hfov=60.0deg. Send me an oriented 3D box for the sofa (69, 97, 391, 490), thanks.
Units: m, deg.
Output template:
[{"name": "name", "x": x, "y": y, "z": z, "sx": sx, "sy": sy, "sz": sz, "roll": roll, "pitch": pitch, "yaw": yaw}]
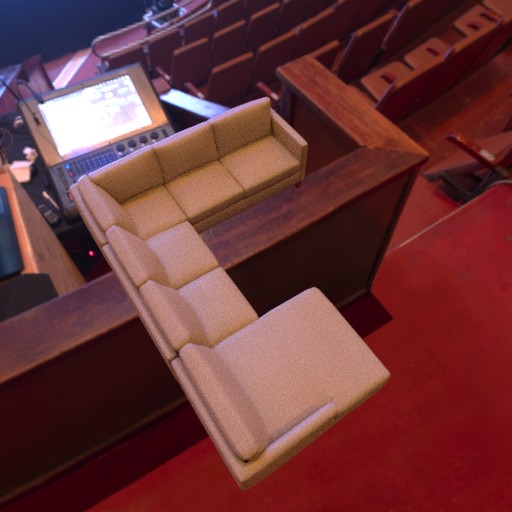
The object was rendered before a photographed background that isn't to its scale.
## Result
[{"name": "sofa", "x": 0.000, "y": 0.000, "z": 4.566, "sx": 2.594, "sy": 0.961, "sz": 3.460, "roll": -29, "pitch": 62, "yaw": -18}]
